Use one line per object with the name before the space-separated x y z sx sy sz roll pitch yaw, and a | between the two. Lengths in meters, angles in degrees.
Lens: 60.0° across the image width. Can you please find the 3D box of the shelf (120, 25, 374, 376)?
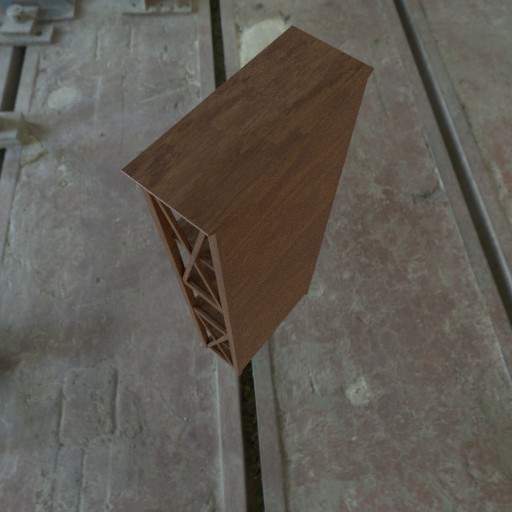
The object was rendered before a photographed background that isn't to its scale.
shelf | 0.000 0.000 2.197 0.335 1.905 0.805 36 69 16
